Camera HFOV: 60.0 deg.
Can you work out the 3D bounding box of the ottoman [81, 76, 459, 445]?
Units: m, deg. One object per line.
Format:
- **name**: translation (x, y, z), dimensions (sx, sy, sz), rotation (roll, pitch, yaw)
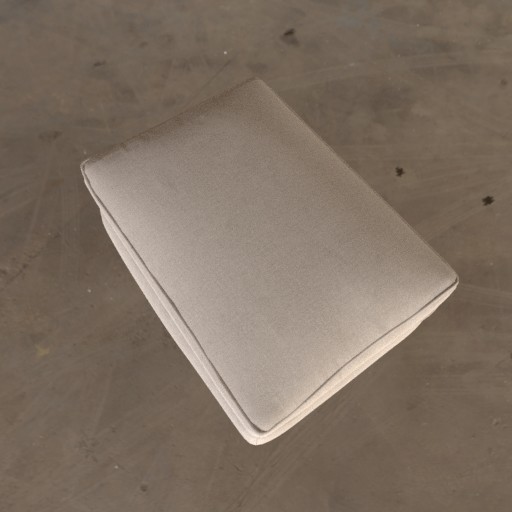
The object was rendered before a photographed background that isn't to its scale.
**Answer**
- **ottoman**: translation (0.000, 0.000, 1.001), dimensions (0.501, 0.456, 0.665), rotation (-32, 68, -15)
